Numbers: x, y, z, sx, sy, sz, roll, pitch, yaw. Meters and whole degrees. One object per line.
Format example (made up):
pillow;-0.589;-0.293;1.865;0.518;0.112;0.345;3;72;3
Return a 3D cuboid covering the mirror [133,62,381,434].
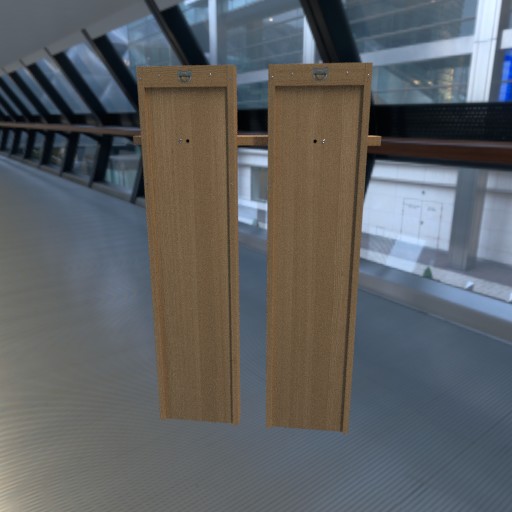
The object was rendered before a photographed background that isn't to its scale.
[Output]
mirror;0.000;0.000;1.605;0.800;1.250;0.260;2;16;7
